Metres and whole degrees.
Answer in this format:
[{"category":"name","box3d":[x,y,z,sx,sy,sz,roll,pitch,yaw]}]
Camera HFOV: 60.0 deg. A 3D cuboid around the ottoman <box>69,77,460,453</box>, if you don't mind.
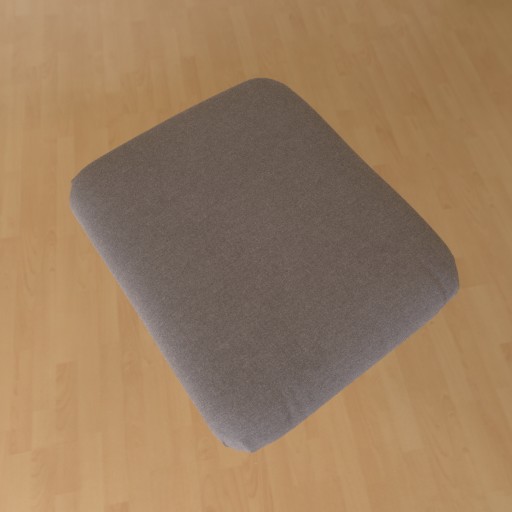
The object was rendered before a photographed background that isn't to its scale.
[{"category":"ottoman","box3d":[0.000,0.000,1.105,0.622,0.450,0.747,-33,69,-14]}]
